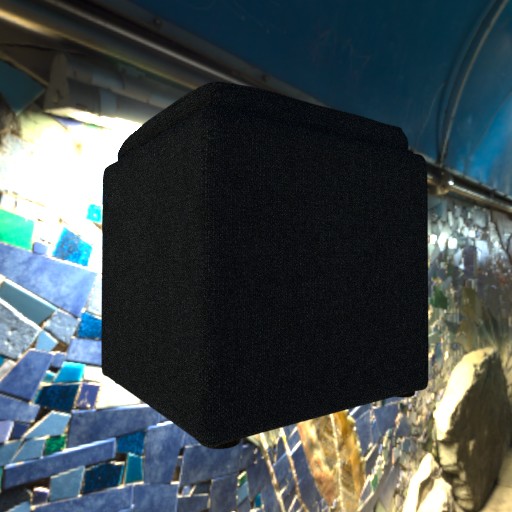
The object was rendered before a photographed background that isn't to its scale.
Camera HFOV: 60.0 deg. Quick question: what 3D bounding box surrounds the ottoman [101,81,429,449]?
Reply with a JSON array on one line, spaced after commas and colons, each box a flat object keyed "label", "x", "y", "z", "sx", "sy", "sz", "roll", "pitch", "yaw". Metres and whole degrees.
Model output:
[{"label": "ottoman", "x": 0.000, "y": 0.000, "z": 0.835, "sx": 0.454, "sy": 0.493, "sz": 0.436, "roll": 1, "pitch": -1, "yaw": -35}]
